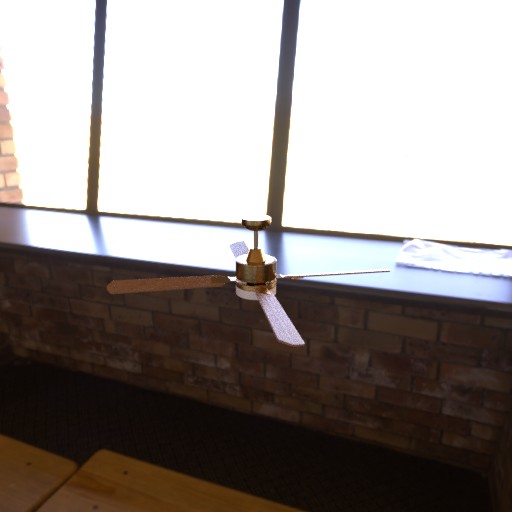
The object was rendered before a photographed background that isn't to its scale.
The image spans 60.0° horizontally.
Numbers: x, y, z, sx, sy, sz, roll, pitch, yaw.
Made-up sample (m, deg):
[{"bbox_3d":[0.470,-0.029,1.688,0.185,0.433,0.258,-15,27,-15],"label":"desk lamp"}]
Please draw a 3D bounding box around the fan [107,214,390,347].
[{"bbox_3d":[0.000,0.000,2.013,1.320,0.355,1.320,-3,17,-10],"label":"fan"}]
